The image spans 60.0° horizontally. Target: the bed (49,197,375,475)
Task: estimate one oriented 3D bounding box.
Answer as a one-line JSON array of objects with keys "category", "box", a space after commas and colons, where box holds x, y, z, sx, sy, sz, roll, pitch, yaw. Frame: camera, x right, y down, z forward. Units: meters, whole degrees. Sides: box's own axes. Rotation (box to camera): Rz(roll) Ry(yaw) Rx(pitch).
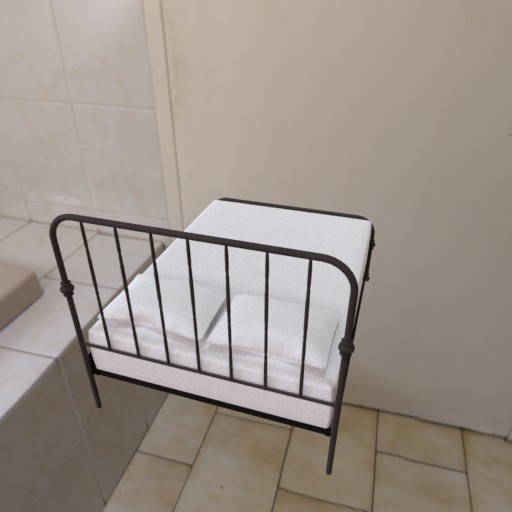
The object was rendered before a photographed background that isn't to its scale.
[{"category": "bed", "box": [0.000, 0.000, 3.218, 1.616, 1.446, 2.134, 9, 33, 15]}]
